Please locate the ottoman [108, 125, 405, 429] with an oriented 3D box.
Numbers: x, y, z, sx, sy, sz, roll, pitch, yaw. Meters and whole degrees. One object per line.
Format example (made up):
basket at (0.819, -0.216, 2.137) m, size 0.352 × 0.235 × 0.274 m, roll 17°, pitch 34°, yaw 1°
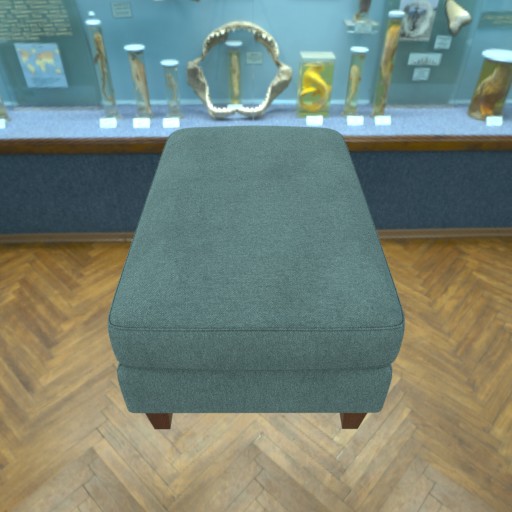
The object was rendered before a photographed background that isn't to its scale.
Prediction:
ottoman at (0.000, 0.000, 1.245) m, size 0.584 × 0.483 × 0.864 m, roll 0°, pitch 40°, yaw 0°
